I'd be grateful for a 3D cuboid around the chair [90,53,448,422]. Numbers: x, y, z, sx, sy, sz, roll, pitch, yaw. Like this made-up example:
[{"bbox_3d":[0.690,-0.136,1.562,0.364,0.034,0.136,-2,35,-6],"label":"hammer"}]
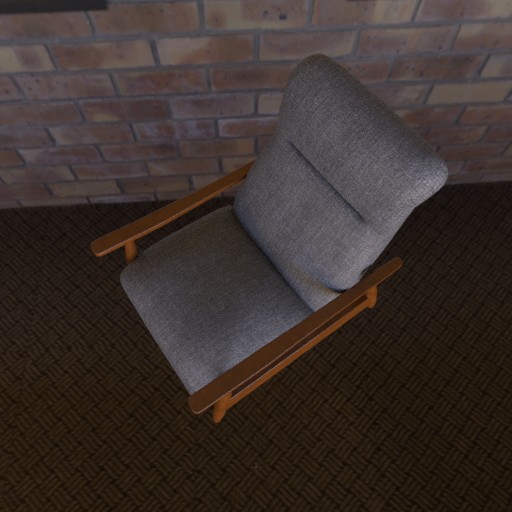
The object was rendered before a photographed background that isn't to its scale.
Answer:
[{"bbox_3d":[0.000,0.000,1.766,1.030,1.082,0.762,-33,69,-15],"label":"chair"}]
